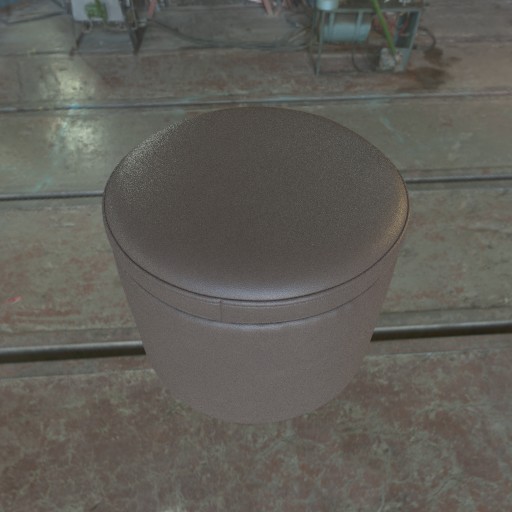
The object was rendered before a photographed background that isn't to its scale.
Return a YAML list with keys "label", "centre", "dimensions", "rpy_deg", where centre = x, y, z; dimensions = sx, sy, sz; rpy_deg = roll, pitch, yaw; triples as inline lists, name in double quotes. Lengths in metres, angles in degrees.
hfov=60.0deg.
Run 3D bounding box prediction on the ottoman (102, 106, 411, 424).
- label: "ottoman"
  centre: [0.000, 0.000, 0.851]
  dimensions: [0.500, 0.409, 0.500]
  rpy_deg: [0, 46, 0]
